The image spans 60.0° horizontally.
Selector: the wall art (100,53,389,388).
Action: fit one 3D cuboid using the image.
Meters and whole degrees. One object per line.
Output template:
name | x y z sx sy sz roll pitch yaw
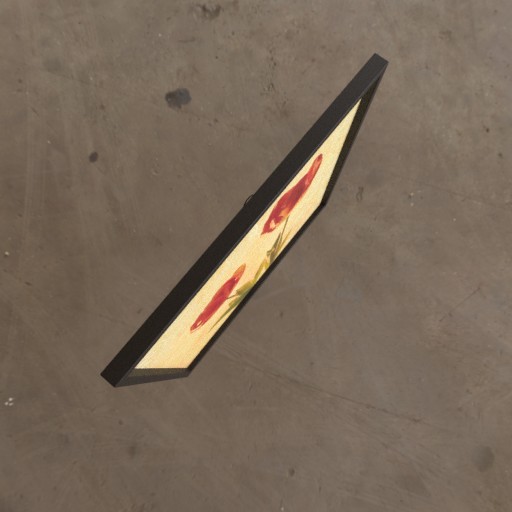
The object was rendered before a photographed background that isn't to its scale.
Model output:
wall art | 0.000 0.000 1.207 0.043 0.807 0.805 38 79 9
